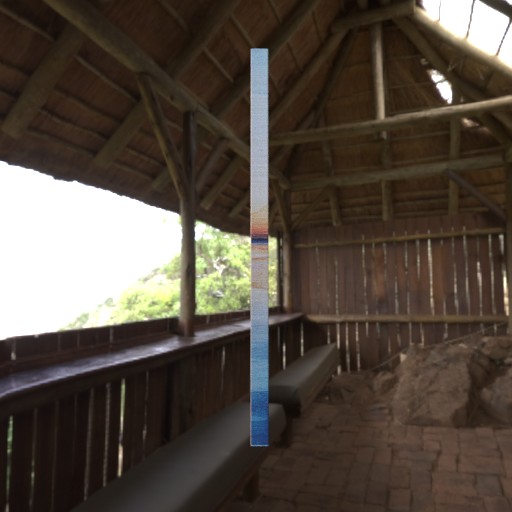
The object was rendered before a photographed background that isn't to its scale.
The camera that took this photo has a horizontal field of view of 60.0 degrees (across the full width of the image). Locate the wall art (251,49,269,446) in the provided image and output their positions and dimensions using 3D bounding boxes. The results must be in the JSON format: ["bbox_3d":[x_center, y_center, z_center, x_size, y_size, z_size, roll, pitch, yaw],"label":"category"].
[{"bbox_3d":[0.000,0.000,1.409,0.034,0.756,1.137,0,-2,-1],"label":"wall art"}]
